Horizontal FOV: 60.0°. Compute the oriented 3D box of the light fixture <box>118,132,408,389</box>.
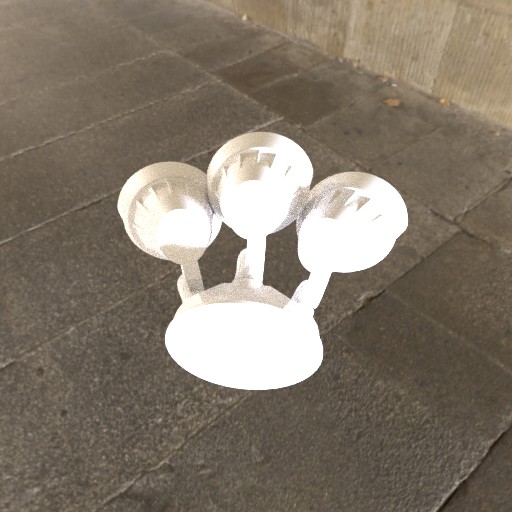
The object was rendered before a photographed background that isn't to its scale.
[{"bbox_3d":[0.000,0.000,0.550,0.369,0.237,0.278,4,46,4],"label":"light fixture"}]
